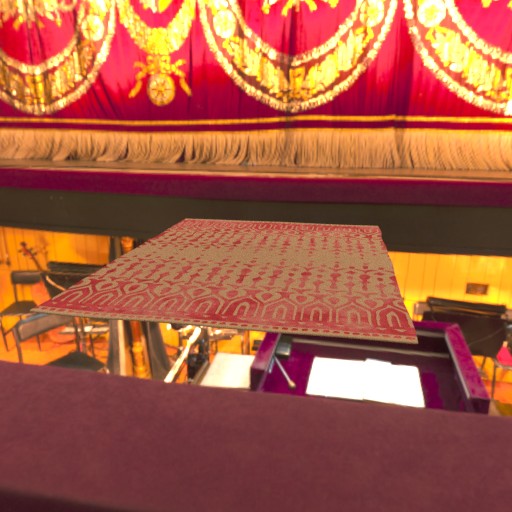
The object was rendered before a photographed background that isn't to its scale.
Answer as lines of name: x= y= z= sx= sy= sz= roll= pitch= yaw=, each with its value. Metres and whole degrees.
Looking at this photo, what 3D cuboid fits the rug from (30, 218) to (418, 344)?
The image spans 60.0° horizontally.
rug: x=0.000 y=0.000 z=4.106 sx=2.441 sy=0.016 sz=3.095 roll=3 pitch=16 yaw=10
